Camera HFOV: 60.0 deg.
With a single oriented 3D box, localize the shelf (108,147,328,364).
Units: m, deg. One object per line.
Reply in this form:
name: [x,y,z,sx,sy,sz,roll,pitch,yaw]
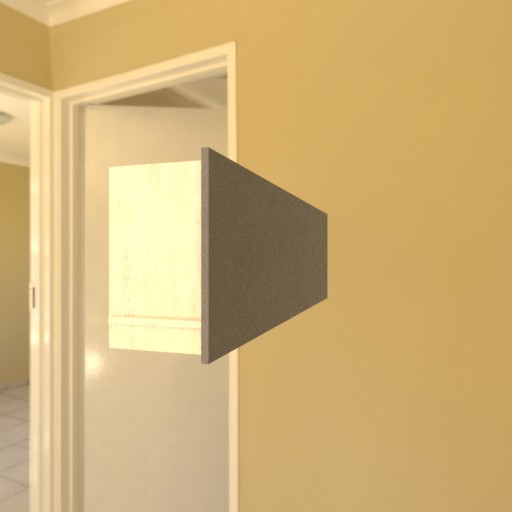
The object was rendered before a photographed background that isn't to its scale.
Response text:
shelf: [0.000,0.000,1.127,0.200,0.300,1.020,0,0,18]
